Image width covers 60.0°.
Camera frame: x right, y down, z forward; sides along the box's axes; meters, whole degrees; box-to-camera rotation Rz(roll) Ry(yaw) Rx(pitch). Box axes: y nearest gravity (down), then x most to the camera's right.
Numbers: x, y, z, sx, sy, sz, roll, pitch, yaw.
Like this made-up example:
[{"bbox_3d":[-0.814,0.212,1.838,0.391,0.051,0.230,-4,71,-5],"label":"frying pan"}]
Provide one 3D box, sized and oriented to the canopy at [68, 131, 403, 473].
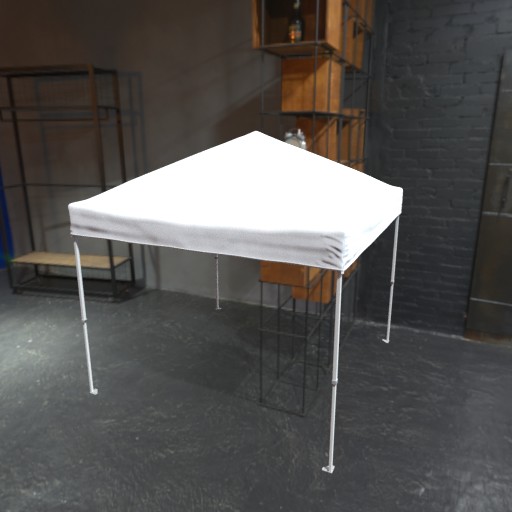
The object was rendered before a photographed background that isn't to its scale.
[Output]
[{"bbox_3d":[0.000,0.000,5.526,2.996,2.997,2.998,7,17,25],"label":"canopy"}]
